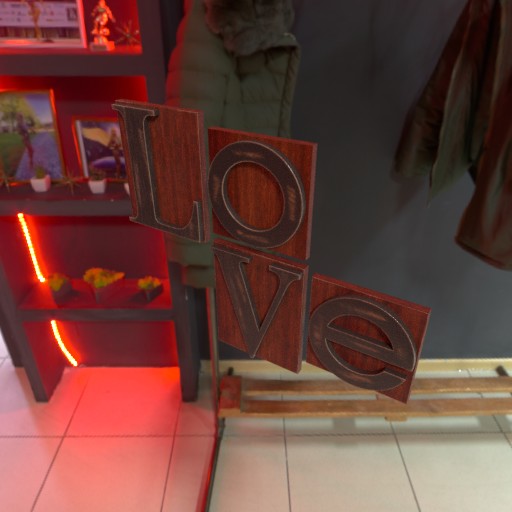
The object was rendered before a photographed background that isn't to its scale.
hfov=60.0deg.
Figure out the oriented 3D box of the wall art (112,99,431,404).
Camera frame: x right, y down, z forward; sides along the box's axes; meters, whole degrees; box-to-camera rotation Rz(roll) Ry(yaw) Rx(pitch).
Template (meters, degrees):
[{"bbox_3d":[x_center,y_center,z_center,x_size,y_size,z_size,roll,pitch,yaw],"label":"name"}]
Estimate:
[{"bbox_3d":[0.000,0.000,0.831,0.635,0.497,0.030,17,34,27],"label":"wall art"}]
